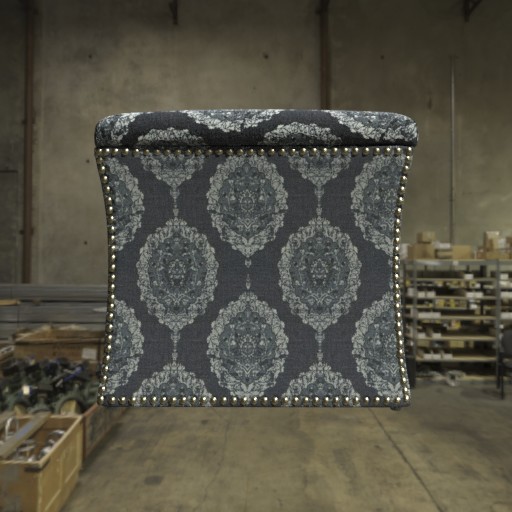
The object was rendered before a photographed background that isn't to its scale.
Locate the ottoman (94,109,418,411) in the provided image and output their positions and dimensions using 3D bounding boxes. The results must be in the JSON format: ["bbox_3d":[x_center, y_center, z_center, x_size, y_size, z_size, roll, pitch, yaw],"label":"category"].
[{"bbox_3d":[0.000,0.000,0.896,0.507,0.475,0.497,0,-1,0],"label":"ottoman"}]
